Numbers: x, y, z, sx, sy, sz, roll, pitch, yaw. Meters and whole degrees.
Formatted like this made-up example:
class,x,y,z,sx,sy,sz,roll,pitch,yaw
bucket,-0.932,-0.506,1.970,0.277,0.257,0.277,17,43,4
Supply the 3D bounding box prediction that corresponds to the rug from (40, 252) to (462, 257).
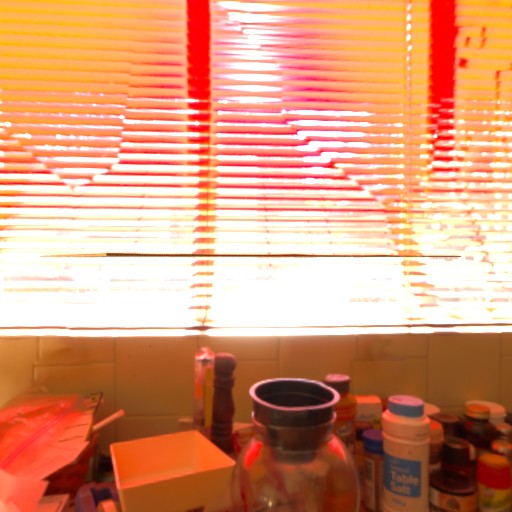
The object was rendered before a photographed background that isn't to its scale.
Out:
class,x,y,z,sx,sy,sz,roll,pitch,yaw
rug,0.000,0.000,3.004,2.436,0.015,1.521,0,0,-35
